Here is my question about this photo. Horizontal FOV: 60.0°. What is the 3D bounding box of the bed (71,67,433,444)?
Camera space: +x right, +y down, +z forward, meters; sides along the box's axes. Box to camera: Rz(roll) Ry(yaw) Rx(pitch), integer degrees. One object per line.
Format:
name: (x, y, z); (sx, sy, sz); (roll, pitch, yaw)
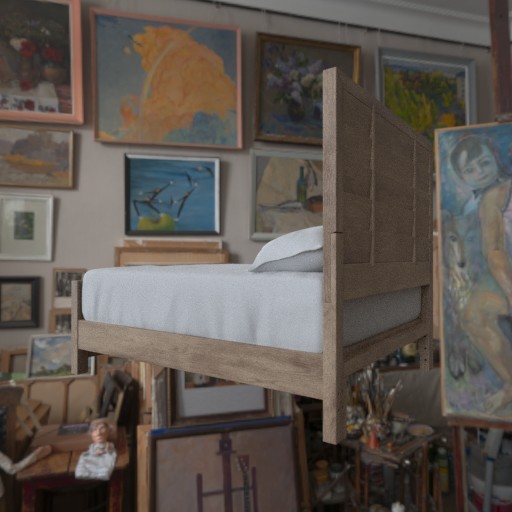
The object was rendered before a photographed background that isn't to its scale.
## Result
bed: (0.000, 0.000, 3.150); (2.017, 1.631, 1.615); (0, 0, 36)
